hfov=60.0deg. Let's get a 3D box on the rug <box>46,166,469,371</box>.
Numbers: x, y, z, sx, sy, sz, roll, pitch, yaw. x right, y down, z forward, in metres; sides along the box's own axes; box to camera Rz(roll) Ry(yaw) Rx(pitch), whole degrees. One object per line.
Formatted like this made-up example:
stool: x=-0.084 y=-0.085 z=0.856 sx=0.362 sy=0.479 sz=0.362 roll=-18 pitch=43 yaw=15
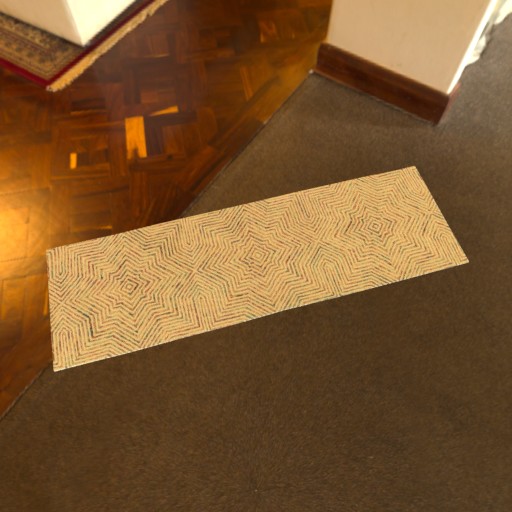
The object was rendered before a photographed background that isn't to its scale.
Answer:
rug: x=0.000 y=0.000 z=2.679 sx=2.443 sy=0.009 sz=0.771 roll=-14 pitch=63 yaw=-7
